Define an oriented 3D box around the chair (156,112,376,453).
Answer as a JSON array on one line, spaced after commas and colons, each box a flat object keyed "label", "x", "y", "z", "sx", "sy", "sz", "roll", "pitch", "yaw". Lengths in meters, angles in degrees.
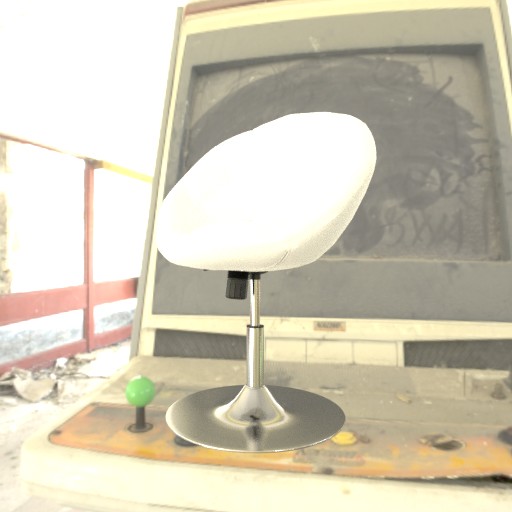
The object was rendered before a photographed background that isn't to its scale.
[{"label": "chair", "x": 0.000, "y": 0.000, "z": 1.765, "sx": 0.940, "sy": 1.261, "sz": 0.736, "roll": 1, "pitch": 1, "yaw": 36}]
